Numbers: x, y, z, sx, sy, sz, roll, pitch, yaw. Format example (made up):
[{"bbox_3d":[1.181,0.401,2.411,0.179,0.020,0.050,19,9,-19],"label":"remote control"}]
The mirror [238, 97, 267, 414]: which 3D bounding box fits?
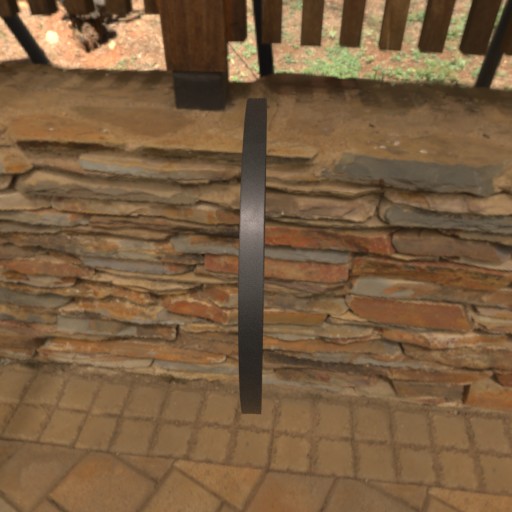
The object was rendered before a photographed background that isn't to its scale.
[{"bbox_3d":[0.000,0.000,0.841,0.032,0.565,0.565,1,40,1],"label":"mirror"}]
